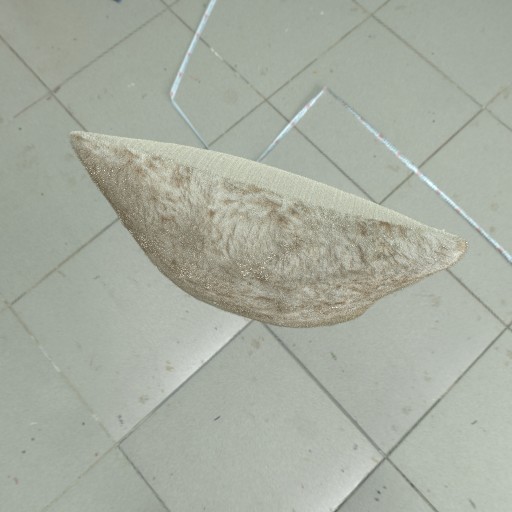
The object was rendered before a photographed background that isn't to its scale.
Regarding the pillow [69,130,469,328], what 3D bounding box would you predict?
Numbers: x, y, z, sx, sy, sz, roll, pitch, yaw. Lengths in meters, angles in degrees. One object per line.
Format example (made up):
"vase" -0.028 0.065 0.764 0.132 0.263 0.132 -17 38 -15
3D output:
"pillow" 0.000 0.000 0.796 0.538 0.525 0.216 17 75 5
